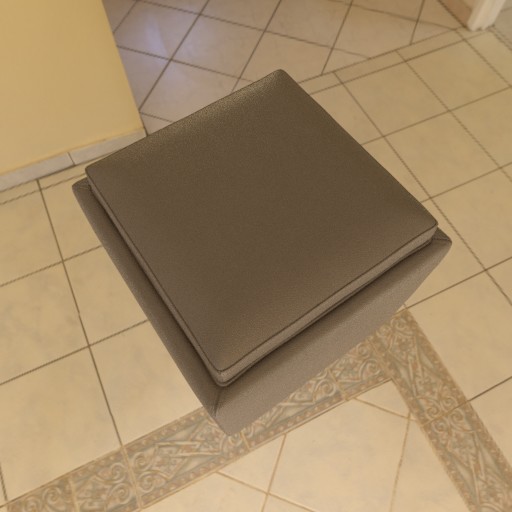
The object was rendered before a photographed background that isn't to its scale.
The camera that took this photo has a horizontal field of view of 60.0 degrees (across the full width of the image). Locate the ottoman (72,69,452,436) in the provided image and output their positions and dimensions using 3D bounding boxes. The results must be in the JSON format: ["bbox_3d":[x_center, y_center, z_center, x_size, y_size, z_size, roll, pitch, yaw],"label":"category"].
[{"bbox_3d":[0.000,0.000,0.832,0.450,0.460,0.451,-32,68,-15],"label":"ottoman"}]
